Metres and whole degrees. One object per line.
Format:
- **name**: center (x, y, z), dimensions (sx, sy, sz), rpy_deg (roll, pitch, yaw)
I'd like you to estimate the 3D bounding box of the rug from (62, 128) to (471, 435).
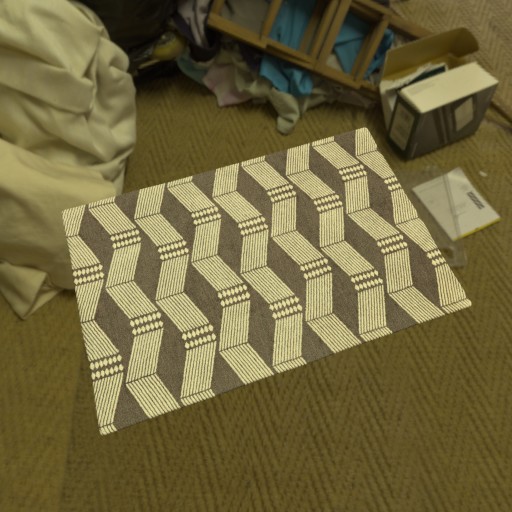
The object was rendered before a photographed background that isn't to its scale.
- **rug**: center (0.000, 0.000, 2.297), dimensions (1.833, 0.016, 1.210), rpy_deg (-17, 65, -8)
